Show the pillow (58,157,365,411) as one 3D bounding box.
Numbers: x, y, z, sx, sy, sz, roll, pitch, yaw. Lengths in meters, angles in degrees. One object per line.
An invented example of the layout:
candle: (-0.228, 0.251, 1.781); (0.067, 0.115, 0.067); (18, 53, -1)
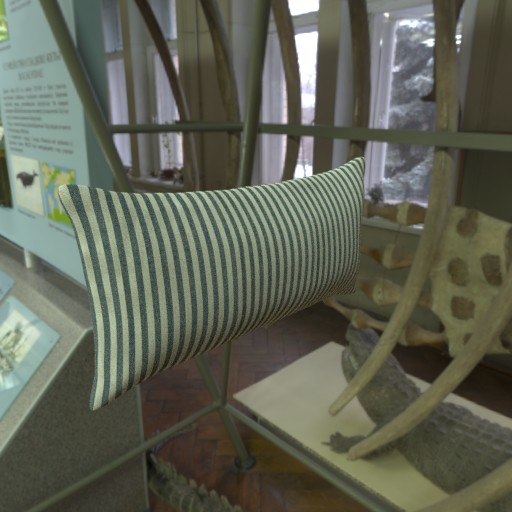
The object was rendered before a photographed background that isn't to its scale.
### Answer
pillow: (0.000, 0.000, 0.740); (0.617, 0.295, 0.151); (-16, 23, -42)
